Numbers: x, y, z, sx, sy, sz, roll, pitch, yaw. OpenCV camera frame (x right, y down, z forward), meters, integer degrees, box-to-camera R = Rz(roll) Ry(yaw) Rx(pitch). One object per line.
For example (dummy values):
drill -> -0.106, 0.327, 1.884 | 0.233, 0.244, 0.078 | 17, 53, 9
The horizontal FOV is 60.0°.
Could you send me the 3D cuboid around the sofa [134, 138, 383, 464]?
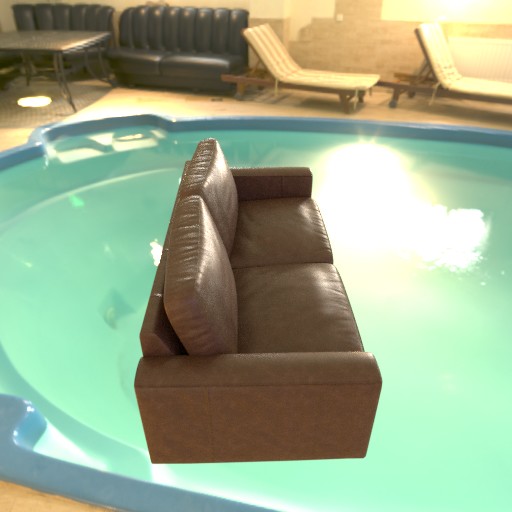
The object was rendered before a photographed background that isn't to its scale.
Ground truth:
sofa -> 0.000, 0.000, 2.687 | 1.016, 0.873, 2.179 | -1, 34, -1
